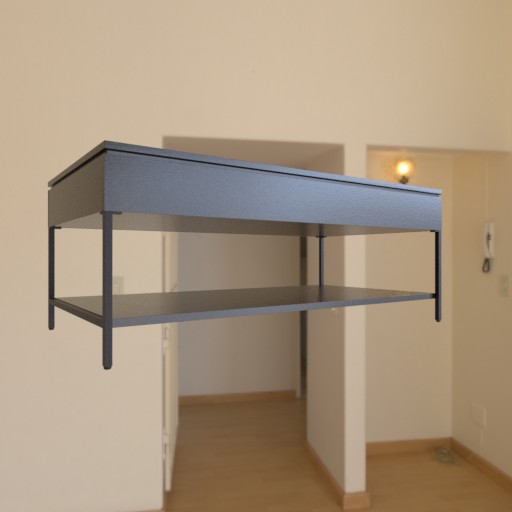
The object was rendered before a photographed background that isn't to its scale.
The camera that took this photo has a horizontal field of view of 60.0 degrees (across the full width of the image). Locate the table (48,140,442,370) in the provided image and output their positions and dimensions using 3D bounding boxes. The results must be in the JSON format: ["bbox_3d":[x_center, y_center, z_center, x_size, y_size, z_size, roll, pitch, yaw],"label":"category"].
[{"bbox_3d":[0.000,0.000,1.382,1.095,0.435,0.574,0,0,-35],"label":"table"}]
